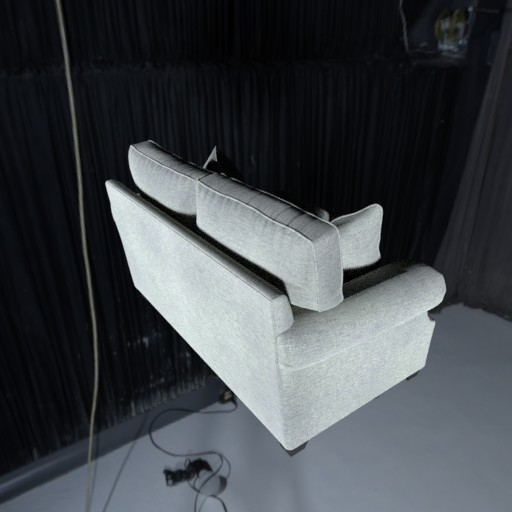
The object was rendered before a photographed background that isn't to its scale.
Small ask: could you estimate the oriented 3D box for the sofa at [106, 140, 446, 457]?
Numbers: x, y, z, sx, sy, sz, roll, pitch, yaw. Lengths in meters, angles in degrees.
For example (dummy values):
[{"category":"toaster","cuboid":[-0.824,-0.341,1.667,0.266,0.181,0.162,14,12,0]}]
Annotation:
[{"category":"sofa","cuboid":[0.000,0.000,2.273,0.966,0.966,1.701,-18,31,-31]}]
